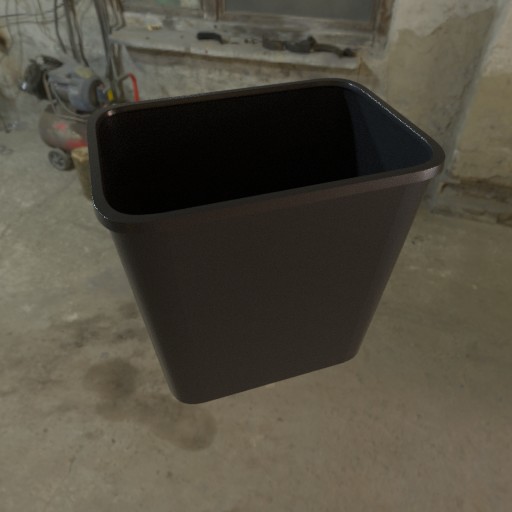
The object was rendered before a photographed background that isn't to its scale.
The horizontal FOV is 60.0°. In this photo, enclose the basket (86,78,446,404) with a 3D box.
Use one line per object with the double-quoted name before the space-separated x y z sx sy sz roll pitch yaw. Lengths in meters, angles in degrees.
"basket" 0.000 0.000 0.512 0.300 0.307 0.211 -12 44 -13
